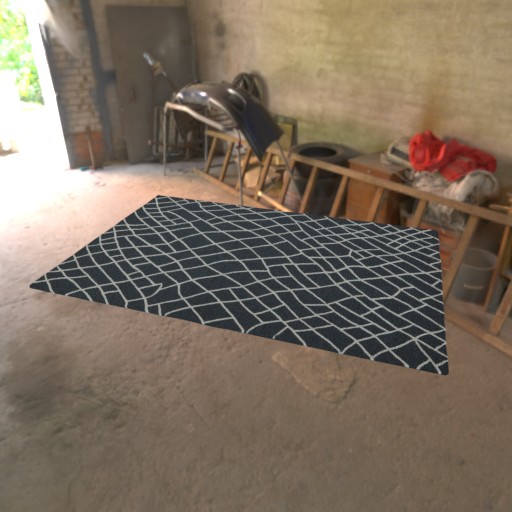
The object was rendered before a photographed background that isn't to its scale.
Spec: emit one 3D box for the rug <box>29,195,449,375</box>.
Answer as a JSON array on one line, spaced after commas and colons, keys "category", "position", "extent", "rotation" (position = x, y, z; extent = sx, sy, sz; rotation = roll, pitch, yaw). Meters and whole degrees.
[{"category": "rug", "position": [0.000, 0.000, 2.313], "extent": [1.830, 0.013, 1.223], "rotation": [9, 30, 16]}]
